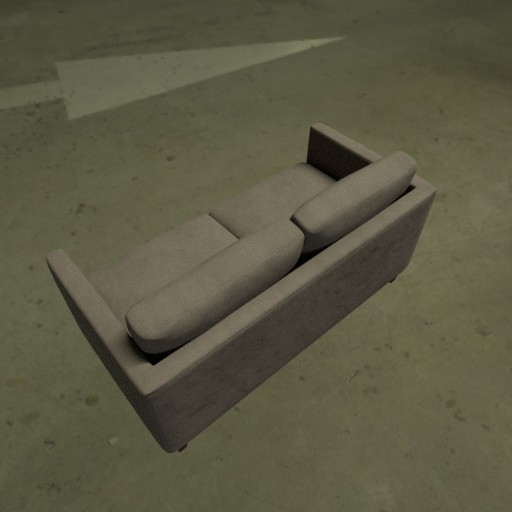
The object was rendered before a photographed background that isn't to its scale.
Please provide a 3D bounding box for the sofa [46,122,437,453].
[{"bbox_3d":[0.000,0.000,2.461,1.884,0.963,0.950,-32,55,-26],"label":"sofa"}]
